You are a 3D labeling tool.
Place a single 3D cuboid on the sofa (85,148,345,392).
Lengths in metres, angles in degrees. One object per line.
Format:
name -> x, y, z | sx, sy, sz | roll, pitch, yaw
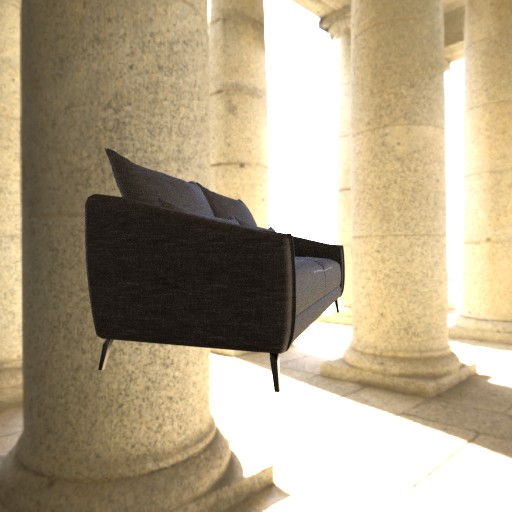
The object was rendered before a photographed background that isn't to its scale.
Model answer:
sofa -> 0.000, 0.000, 2.430 | 0.807, 0.843, 2.019 | 0, 0, 16
